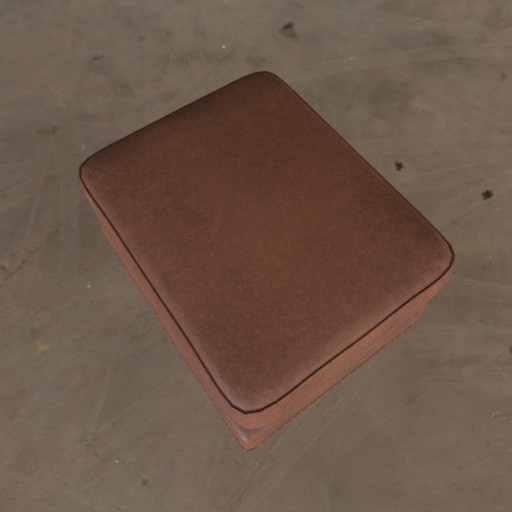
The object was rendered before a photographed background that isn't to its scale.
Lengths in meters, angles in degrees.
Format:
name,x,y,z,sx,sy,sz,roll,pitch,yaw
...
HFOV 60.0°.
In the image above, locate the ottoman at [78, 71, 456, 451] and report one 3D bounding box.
name,x,y,z,sx,sy,sz,roll,pitch,yaw
ottoman,0.000,0.000,1.154,0.589,0.537,0.738,-33,68,-15
